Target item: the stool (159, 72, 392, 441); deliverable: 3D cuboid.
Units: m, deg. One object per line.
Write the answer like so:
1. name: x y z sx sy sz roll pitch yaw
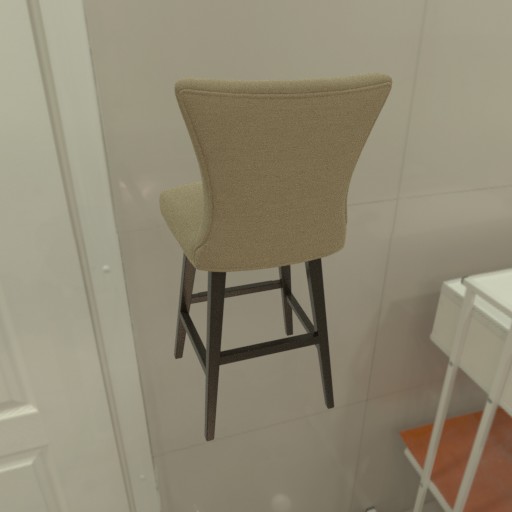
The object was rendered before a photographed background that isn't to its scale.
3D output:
1. stool: 0.000 0.000 1.393 0.514 1.086 0.574 -9 28 -17
